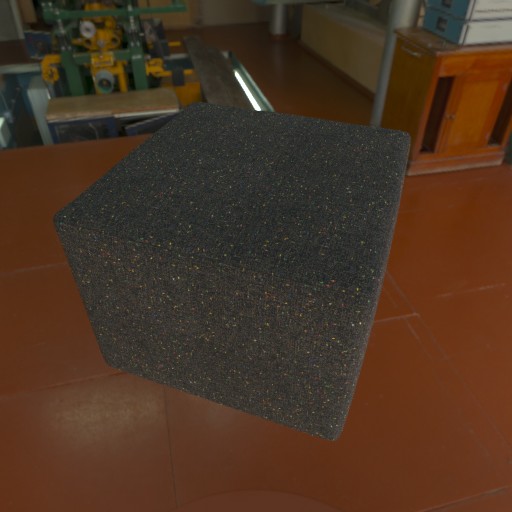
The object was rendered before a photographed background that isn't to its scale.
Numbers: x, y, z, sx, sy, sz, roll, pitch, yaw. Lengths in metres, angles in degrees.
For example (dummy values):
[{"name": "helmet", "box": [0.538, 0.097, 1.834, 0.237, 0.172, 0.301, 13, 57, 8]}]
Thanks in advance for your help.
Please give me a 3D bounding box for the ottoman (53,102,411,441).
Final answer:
[{"name": "ottoman", "box": [0.000, 0.000, 0.912, 0.508, 0.432, 0.508, 13, 42, 15]}]
